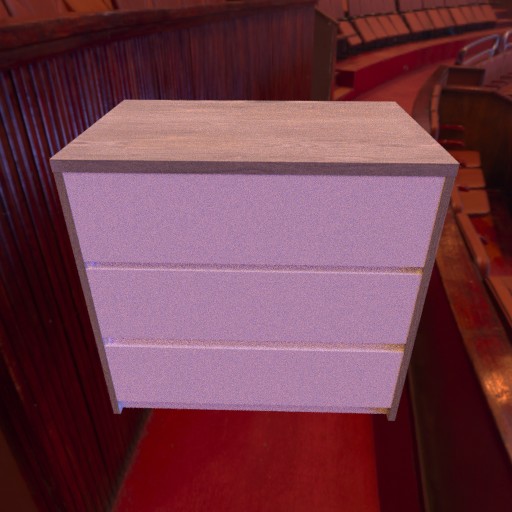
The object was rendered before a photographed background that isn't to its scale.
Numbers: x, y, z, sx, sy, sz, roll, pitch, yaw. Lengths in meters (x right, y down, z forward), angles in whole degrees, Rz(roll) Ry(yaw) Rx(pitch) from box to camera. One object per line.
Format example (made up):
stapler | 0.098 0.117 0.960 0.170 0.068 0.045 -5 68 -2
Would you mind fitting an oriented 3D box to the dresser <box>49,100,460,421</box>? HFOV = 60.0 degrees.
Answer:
dresser | 0.000 0.000 1.298 0.809 0.762 0.529 1 32 1
